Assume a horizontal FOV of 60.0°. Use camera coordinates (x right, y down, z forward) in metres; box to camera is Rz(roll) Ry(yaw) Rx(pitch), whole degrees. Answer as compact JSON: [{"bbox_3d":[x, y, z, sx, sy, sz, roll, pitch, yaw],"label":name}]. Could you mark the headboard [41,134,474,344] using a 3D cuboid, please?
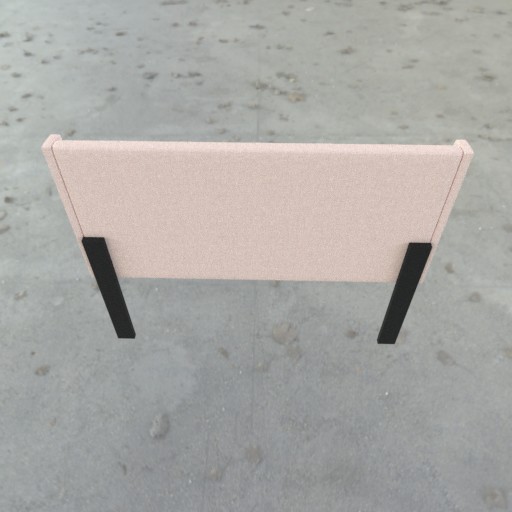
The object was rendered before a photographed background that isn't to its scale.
[{"bbox_3d":[0.000,0.000,2.668,2.051,1.524,0.184,1,45,1],"label":"headboard"}]
